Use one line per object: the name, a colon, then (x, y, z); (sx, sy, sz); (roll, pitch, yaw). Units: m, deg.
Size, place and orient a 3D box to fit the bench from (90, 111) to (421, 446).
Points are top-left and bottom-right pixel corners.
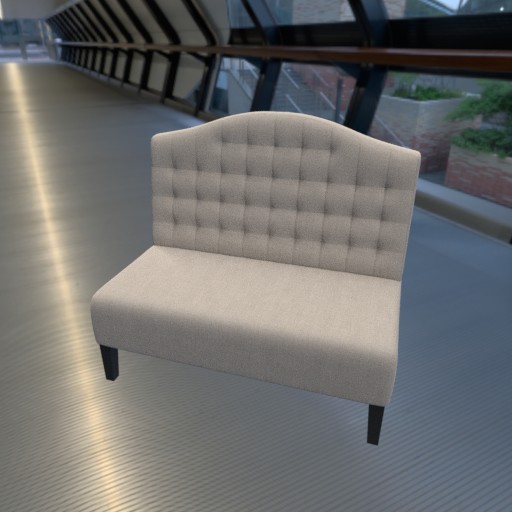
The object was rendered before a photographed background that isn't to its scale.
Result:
bench: (0.000, 0.000, 2.058); (1.335, 1.180, 0.815); (8, 28, 16)
